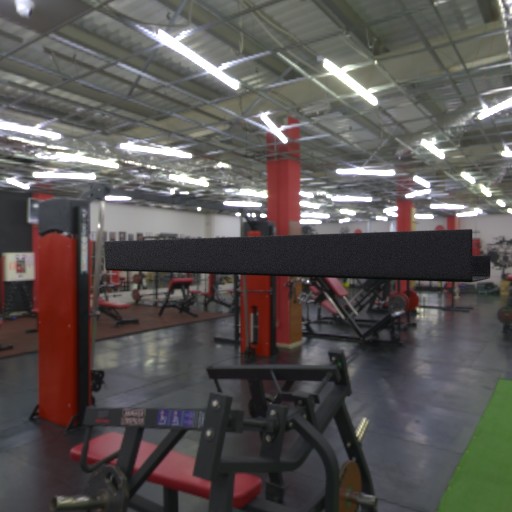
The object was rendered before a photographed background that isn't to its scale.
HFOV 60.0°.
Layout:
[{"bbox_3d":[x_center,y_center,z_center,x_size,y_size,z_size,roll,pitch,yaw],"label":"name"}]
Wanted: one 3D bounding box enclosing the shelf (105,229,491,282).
[{"bbox_3d":[0.000,0.000,0.656,0.605,0.053,0.102,0,0,37],"label":"shelf"}]
